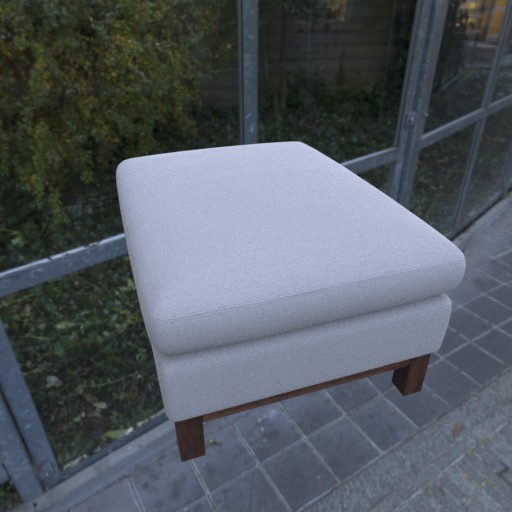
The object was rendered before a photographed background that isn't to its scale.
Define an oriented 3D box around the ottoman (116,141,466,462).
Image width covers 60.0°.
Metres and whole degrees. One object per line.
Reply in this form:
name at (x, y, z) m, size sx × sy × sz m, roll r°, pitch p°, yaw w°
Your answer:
ottoman at (0.000, 0.000, 1.111) m, size 0.606 × 0.420 × 0.771 m, roll -10°, pitch 32°, yaw -16°
